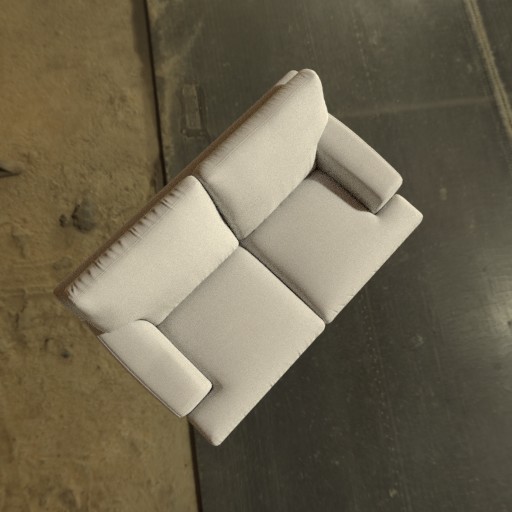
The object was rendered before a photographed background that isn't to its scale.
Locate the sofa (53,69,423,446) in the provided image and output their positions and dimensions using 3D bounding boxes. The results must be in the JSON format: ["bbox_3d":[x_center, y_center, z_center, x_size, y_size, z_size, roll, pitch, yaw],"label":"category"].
[{"bbox_3d":[0.000,0.000,2.575,1.143,0.940,1.880,43,79,10],"label":"sofa"}]
